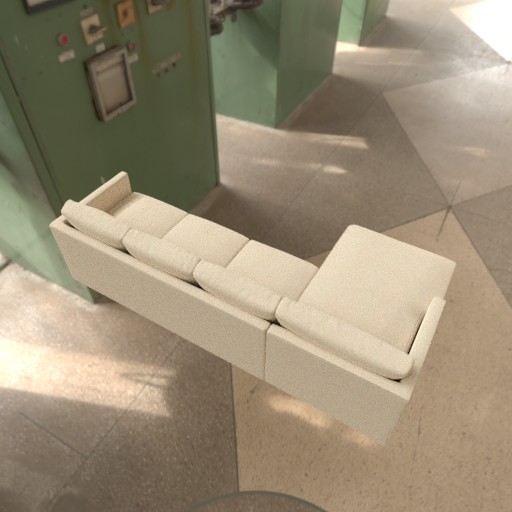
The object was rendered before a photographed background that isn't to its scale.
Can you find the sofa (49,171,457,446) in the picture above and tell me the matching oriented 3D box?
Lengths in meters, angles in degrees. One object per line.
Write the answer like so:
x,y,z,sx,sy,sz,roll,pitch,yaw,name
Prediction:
0.000,0.000,3.940,3.205,0.922,1.650,23,51,21,sofa
